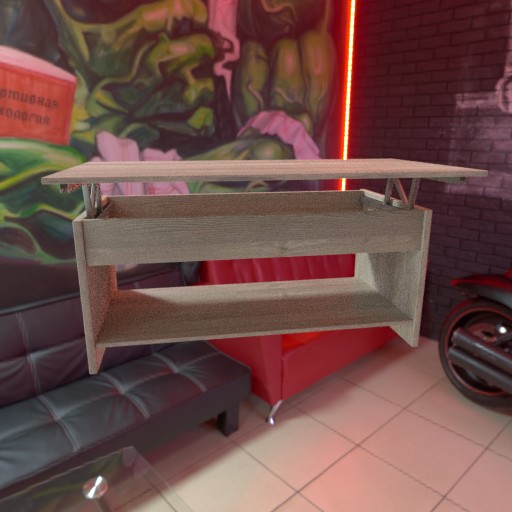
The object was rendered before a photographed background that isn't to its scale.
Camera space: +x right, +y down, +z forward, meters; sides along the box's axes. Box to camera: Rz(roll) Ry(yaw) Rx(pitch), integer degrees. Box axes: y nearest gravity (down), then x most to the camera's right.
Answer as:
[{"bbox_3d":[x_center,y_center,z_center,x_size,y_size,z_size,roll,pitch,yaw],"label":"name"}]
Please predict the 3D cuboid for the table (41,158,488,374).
[{"bbox_3d":[0.000,0.000,1.387,1.000,0.570,0.712,-3,16,-9],"label":"table"}]
